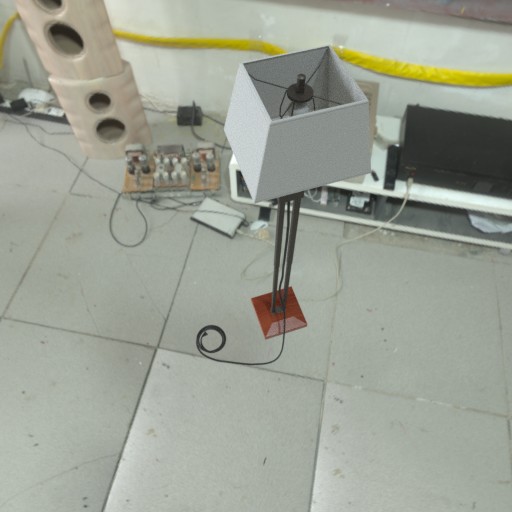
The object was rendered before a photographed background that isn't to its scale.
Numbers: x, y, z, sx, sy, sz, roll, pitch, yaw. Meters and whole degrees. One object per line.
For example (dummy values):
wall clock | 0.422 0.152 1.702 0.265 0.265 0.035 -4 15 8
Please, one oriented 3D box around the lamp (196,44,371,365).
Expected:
lamp | 0.000 0.000 1.981 0.745 1.712 0.472 -16 60 -9
